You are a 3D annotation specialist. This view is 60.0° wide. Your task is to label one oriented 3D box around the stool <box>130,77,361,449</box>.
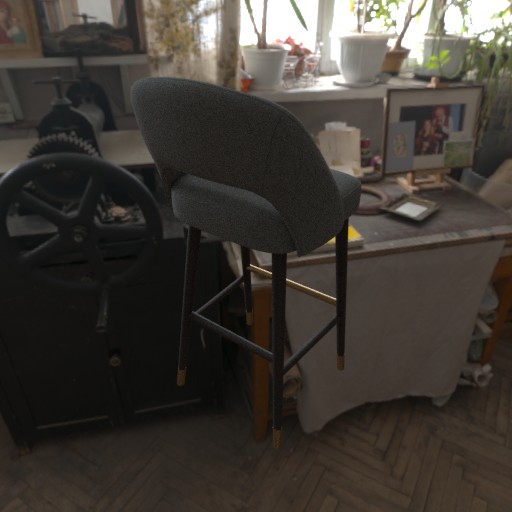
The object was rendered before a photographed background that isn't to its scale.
[{"bbox_3d":[0.000,0.000,1.363,0.536,1.089,0.524,21,37,31],"label":"stool"}]
